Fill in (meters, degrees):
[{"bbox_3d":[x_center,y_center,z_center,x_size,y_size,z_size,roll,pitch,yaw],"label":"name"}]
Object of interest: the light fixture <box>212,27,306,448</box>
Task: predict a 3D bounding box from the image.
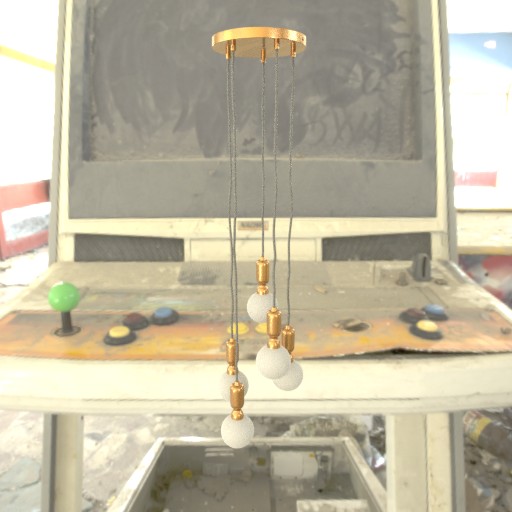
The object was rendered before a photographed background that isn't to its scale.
[{"bbox_3d":[0.000,0.000,0.508,0.105,0.457,0.108,7,15,26],"label":"light fixture"}]
